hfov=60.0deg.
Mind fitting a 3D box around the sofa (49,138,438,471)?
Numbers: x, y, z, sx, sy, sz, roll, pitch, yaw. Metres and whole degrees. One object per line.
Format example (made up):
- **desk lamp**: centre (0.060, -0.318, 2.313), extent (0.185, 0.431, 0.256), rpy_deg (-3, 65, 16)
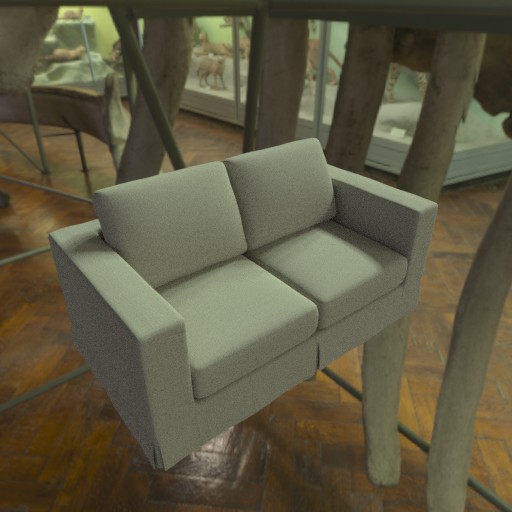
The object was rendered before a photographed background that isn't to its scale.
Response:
- **sofa**: centre (0.000, 0.000, 2.380), extent (1.813, 0.932, 1.009), rpy_deg (-22, 37, -32)
